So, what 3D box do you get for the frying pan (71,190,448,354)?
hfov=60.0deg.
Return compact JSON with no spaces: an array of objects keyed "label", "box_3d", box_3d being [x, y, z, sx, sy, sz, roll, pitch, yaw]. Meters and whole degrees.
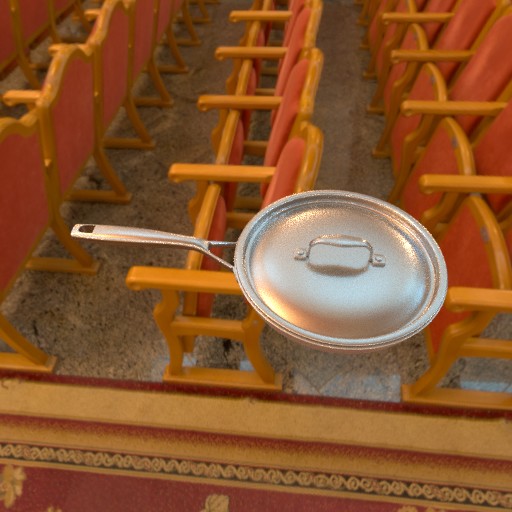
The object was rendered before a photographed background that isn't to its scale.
[{"label":"frying pan","box_3d":[0.000,0.000,0.593,0.490,0.086,0.272,5,47,4]}]
